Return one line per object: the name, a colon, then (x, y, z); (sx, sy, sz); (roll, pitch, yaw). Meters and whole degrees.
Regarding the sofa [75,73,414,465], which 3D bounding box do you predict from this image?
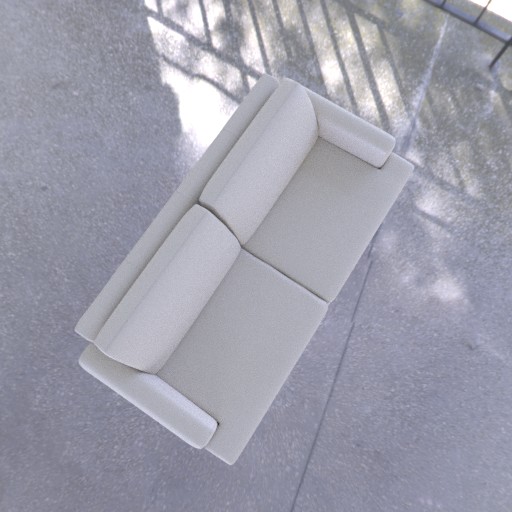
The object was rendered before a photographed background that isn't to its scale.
sofa: (0.000, 0.000, 2.427); (0.974, 0.765, 1.940); (32, 78, 8)
